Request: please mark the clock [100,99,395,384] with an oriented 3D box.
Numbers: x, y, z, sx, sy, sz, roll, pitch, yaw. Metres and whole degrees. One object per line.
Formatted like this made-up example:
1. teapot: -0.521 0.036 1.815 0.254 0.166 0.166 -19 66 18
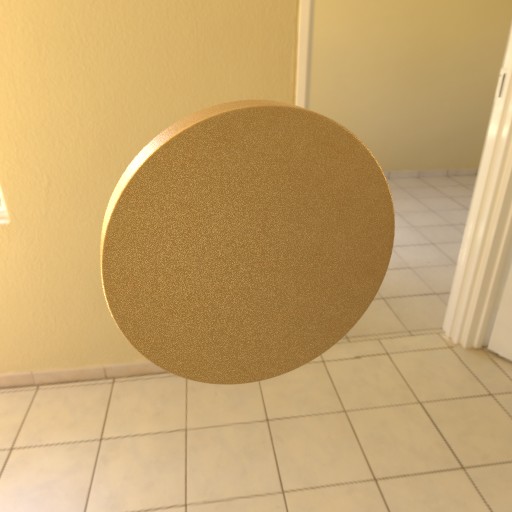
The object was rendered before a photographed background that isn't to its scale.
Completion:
1. clock: 0.000 0.000 0.474 0.314 0.314 0.040 -8 27 -16
